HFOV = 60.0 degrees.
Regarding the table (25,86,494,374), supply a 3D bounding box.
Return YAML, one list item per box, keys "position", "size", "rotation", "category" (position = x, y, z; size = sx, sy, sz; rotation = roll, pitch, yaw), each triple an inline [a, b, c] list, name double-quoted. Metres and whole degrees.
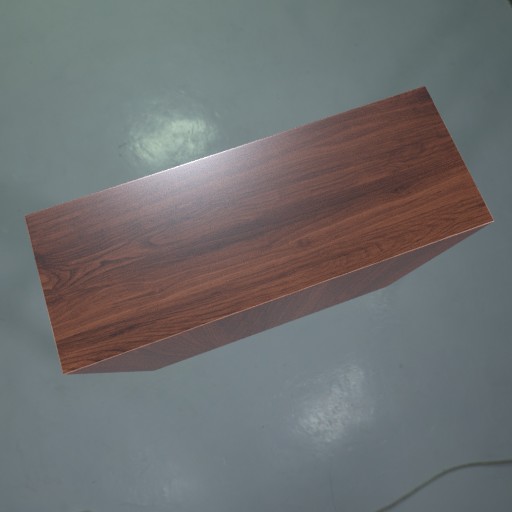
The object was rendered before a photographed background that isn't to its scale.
- position: [0.000, 0.000, 1.320]
  size: [0.930, 0.790, 0.380]
  rotation: [-19, 77, -5]
  category: "table"
